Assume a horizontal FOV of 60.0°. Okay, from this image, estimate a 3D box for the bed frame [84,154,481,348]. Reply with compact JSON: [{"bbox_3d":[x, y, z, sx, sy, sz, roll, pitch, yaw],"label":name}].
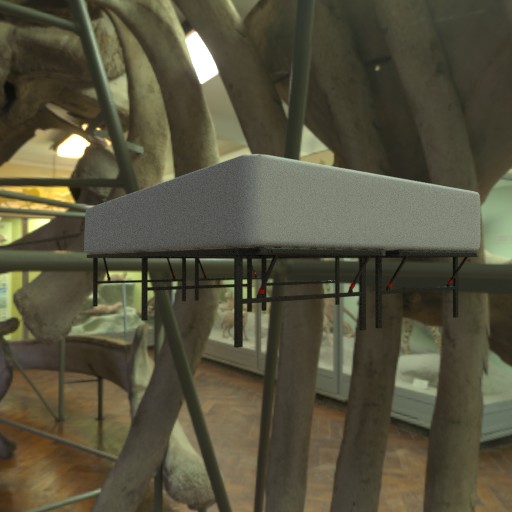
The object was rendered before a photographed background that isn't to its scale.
[{"bbox_3d":[0.000,0.000,2.720,1.528,0.677,2.037,0,-1,-36],"label":"bed frame"}]
